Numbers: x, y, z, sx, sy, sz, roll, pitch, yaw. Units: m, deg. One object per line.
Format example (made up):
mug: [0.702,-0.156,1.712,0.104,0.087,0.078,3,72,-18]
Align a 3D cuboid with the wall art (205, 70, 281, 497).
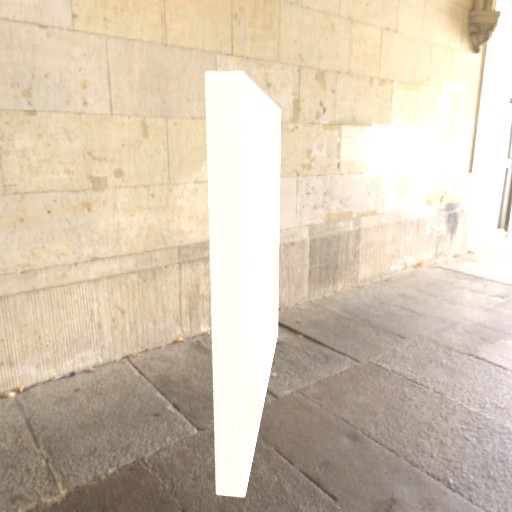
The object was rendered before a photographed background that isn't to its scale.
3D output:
wall art: [0.000,0.000,0.747,0.038,0.508,0.508,2,14,7]
